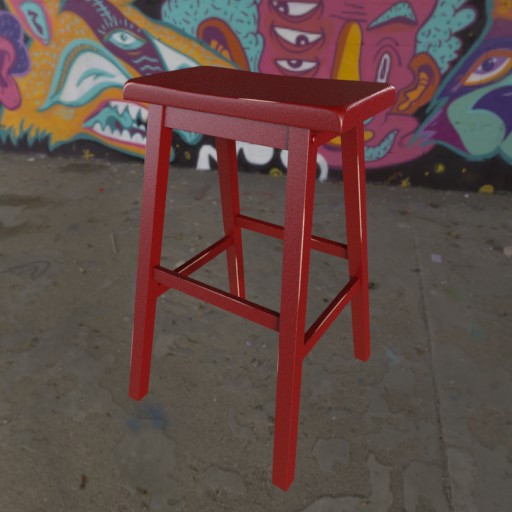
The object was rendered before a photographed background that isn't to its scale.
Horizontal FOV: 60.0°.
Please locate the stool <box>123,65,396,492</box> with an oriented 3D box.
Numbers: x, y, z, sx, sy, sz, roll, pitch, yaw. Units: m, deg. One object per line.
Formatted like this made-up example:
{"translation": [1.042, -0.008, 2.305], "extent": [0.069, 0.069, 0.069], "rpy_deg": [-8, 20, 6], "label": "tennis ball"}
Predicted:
{"translation": [0.000, 0.000, 0.993], "extent": [0.457, 0.737, 0.476], "rpy_deg": [18, 35, 28], "label": "stool"}
